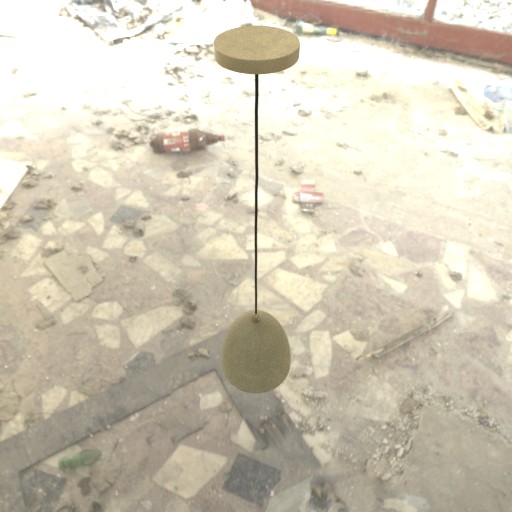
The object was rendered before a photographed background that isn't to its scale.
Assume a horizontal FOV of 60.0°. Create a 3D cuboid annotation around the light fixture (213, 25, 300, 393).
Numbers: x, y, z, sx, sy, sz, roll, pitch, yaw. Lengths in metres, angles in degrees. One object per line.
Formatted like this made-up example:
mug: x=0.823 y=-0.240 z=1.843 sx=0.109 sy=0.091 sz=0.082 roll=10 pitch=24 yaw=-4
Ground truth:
light fixture: x=0.000 y=0.000 z=0.813 sx=0.170 sy=0.759 sz=0.170 roll=-32 pitch=55 yaw=-26
